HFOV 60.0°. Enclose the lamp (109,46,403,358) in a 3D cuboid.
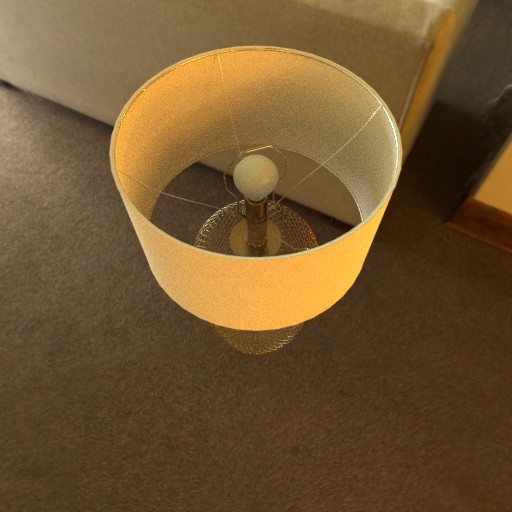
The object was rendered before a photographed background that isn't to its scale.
[{"bbox_3d":[0.000,0.000,0.788,0.353,0.578,0.353,0,60,0],"label":"lamp"}]
